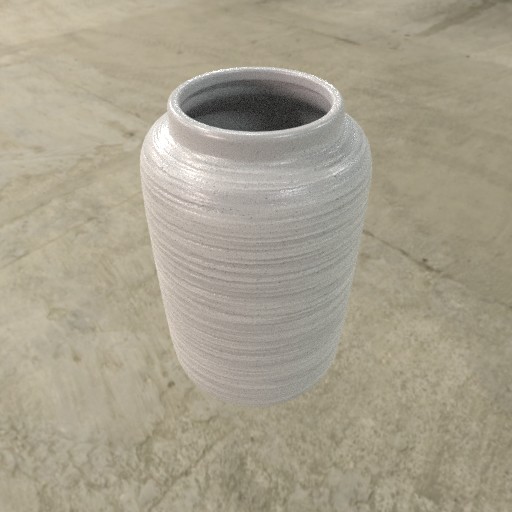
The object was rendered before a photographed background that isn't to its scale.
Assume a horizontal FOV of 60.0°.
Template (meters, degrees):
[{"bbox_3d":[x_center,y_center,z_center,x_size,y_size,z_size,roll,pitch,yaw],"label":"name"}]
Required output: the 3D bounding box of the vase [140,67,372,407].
[{"bbox_3d":[0.000,0.000,0.458,0.202,0.335,0.202,0,42,0],"label":"vase"}]
